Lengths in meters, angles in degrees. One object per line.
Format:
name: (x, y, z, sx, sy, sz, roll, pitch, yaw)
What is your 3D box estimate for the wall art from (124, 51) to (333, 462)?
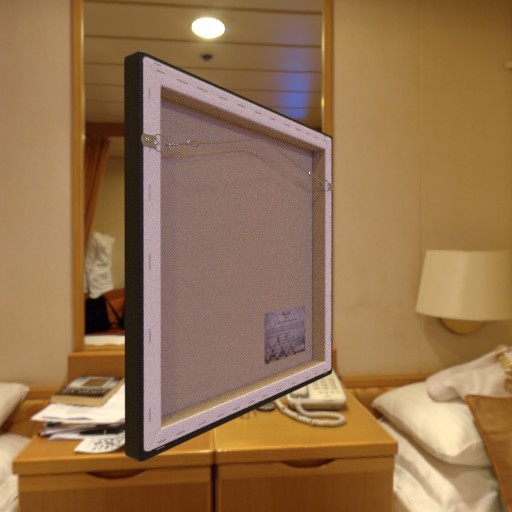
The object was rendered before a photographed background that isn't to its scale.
wall art: (0.000, 0.000, 0.905, 0.043, 0.611, 0.610, 0, 0, 37)
